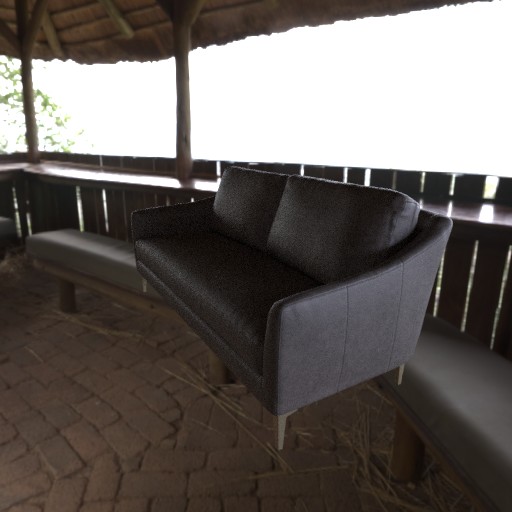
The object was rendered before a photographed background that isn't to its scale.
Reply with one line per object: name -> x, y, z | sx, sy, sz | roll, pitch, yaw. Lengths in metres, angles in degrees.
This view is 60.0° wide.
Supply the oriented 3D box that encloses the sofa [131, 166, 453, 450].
sofa -> 0.000, 0.000, 2.527 | 0.960, 0.902, 2.036 | -8, 18, -27
